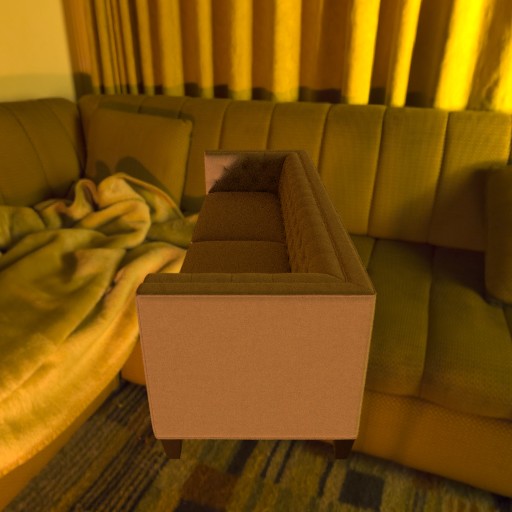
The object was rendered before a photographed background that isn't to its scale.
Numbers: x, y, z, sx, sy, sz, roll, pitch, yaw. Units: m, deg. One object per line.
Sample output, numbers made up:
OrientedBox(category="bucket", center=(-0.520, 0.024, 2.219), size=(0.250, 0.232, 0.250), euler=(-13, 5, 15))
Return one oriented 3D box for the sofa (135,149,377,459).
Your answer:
OrientedBox(category="sofa", center=(0.000, 0.000, 2.523), size=(0.775, 0.762, 2.159), euler=(0, 25, 0))
